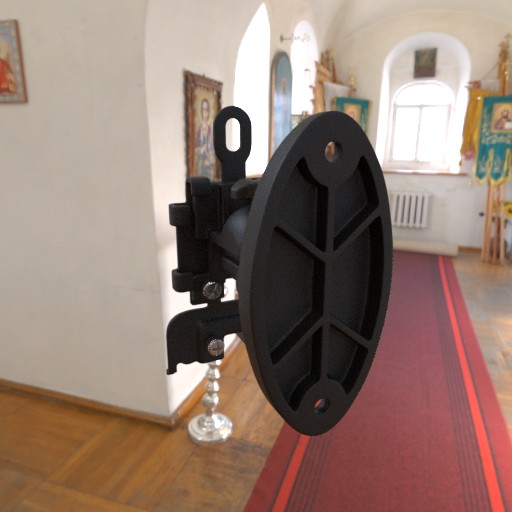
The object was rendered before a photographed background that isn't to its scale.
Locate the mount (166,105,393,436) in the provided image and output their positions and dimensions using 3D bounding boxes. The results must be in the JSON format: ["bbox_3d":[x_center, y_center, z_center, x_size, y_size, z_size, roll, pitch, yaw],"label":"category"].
[{"bbox_3d":[0.000,0.000,0.180,0.066,0.118,0.100,-7,17,-25],"label":"mount"}]
